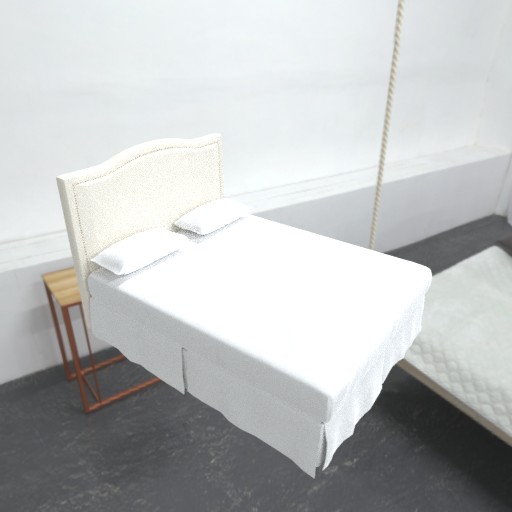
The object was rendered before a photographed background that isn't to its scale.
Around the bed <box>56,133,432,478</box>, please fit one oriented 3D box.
[{"bbox_3d":[0.000,0.000,3.418,2.282,1.436,1.821,19,34,32],"label":"bed"}]
